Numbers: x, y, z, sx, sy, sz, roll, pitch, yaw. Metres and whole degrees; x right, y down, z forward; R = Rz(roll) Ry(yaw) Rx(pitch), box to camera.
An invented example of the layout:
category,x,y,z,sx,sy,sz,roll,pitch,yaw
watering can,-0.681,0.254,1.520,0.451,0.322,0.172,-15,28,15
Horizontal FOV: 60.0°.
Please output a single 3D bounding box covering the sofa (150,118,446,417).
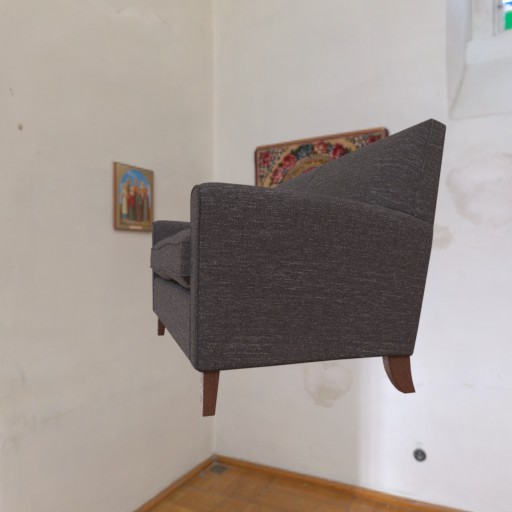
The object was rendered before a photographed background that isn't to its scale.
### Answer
category,x,y,z,sx,sy,sz,roll,pitch,yaw
sofa,0.000,0.000,2.010,0.867,0.905,1.509,0,0,-18
